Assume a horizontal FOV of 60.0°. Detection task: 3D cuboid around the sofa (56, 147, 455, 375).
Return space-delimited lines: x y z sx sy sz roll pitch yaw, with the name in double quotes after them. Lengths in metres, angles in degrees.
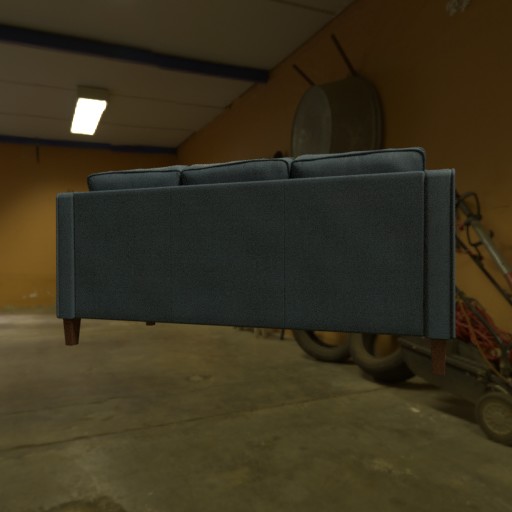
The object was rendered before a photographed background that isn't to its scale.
0.000 0.000 2.499 1.986 0.974 0.911 0 -1 19 "sofa"
